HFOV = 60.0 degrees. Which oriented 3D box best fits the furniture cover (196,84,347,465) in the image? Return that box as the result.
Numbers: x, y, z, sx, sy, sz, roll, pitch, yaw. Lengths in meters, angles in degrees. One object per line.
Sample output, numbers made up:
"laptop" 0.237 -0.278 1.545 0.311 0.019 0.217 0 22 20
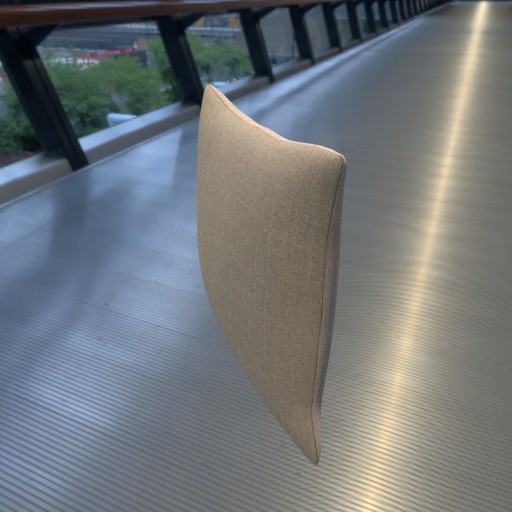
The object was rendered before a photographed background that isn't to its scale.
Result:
"furniture cover" 0.000 0.000 0.786 0.178 0.506 0.512 -11 32 -19
